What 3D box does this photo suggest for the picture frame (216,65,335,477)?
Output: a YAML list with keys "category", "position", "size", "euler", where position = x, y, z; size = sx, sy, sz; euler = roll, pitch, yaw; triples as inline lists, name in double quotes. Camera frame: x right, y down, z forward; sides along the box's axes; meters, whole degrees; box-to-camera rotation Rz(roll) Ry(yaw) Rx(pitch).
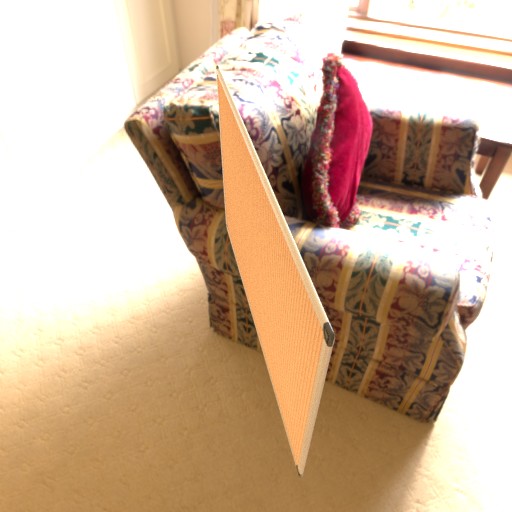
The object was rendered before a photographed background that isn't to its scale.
- category: "picture frame"
  position: [0.000, 0.000, 1.128]
  size: [0.010, 0.600, 0.900]
  euler: [-10, 47, -9]
